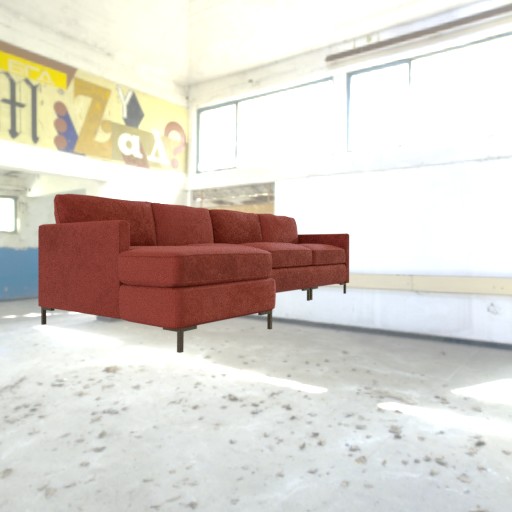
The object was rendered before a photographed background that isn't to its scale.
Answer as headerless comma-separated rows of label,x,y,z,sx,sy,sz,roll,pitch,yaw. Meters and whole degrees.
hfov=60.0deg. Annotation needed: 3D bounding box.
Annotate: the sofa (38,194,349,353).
sofa,0.000,0.000,4.112,1.500,0.967,3.400,1,1,37
